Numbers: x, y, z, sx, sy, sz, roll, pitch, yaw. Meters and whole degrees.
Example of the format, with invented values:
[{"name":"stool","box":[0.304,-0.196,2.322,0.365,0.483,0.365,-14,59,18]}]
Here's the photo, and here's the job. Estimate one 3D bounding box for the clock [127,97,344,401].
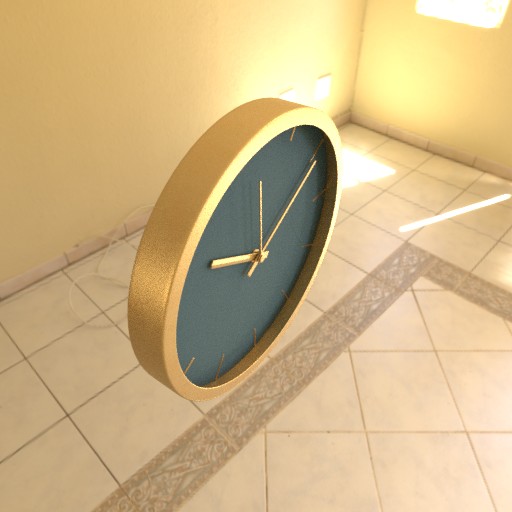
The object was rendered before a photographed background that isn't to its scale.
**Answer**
[{"name":"clock","box":[0.000,0.000,0.466,0.040,0.314,0.314,25,47,26]}]
